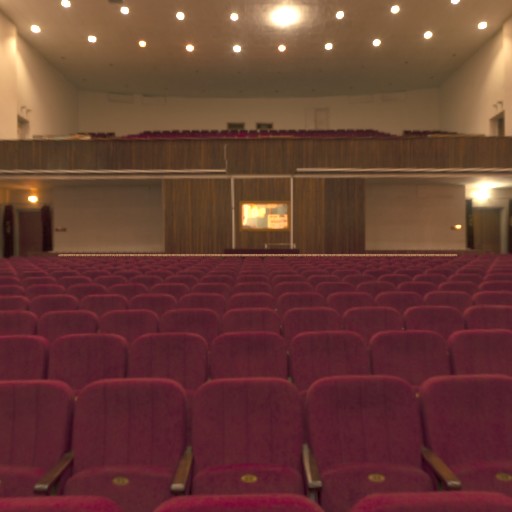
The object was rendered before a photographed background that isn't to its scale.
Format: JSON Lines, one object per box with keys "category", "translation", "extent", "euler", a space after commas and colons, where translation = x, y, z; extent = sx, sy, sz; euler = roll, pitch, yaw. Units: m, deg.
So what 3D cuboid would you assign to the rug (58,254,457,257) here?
{"category": "rug", "translation": [0.000, 0.000, 4.147], "extent": [2.439, 0.013, 3.048], "euler": [0, 0, 0]}
